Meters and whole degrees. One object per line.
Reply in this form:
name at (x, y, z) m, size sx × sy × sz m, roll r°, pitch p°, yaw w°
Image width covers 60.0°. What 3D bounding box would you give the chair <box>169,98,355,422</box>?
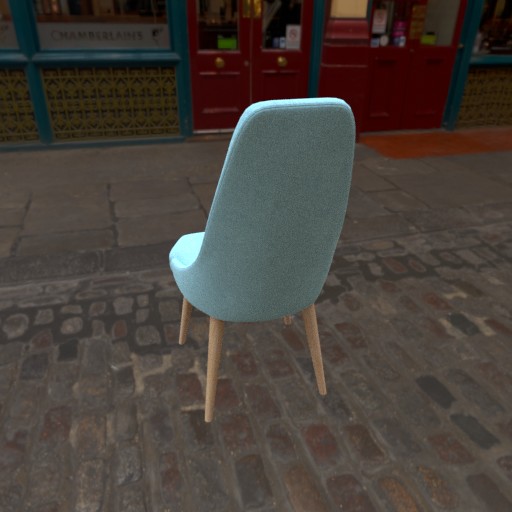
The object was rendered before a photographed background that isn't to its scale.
chair at (0.000, 0.000, 1.411) m, size 0.510 × 1.040 × 0.660 m, roll -8°, pitch 29°, yaw -15°
